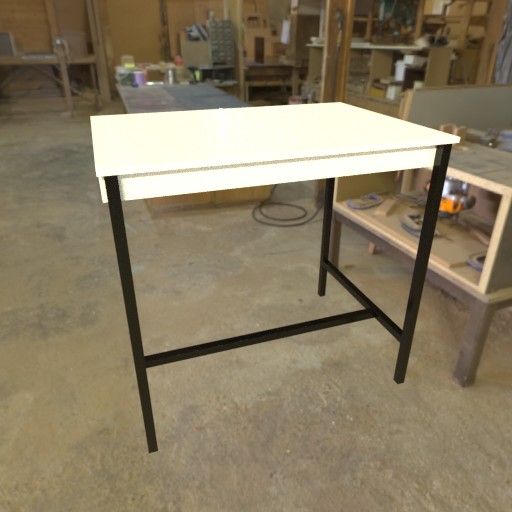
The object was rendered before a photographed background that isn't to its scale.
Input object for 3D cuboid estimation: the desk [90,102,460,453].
[{"bbox_3d":[0.000,0.000,1.332,0.811,0.766,0.573,-9,29,-17],"label":"desk"}]
